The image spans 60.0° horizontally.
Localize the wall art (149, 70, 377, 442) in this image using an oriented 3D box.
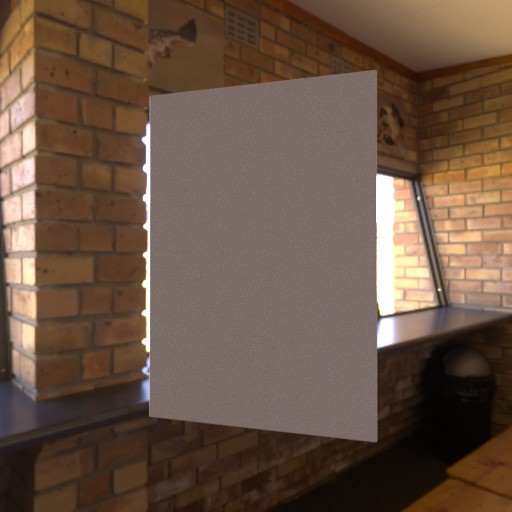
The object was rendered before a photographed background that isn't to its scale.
[{"bbox_3d":[0.000,0.000,1.535,0.808,1.183,0.038,0,0,16],"label":"wall art"}]
